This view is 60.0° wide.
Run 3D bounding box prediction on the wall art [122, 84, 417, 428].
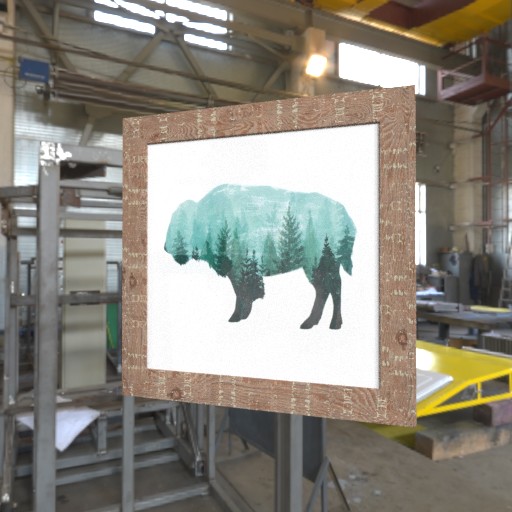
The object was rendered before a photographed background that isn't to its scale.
[{"bbox_3d":[0.000,0.000,0.561,0.380,0.380,0.022,0,-1,18],"label":"wall art"}]
